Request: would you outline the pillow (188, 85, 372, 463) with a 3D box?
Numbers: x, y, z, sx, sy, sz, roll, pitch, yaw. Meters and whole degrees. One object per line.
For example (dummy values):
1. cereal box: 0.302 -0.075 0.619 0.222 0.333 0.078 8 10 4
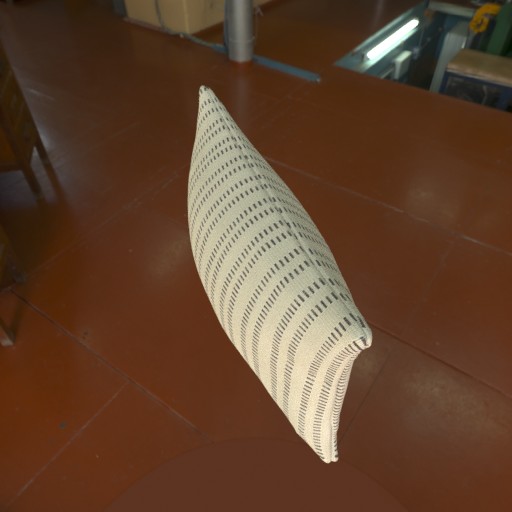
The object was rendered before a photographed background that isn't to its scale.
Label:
1. pillow: 0.000 0.000 0.789 0.210 0.353 0.640 -15 48 -14
